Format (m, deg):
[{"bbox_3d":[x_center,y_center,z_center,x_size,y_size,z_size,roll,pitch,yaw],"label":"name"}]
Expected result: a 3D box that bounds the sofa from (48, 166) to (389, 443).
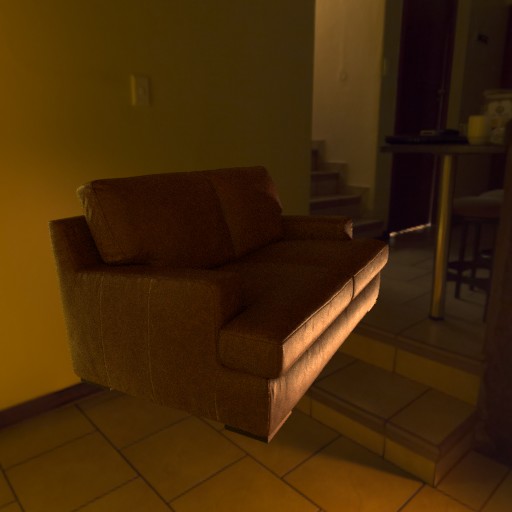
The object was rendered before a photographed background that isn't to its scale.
[{"bbox_3d":[0.000,0.000,2.515,1.143,0.939,1.880,7,16,27],"label":"sofa"}]
